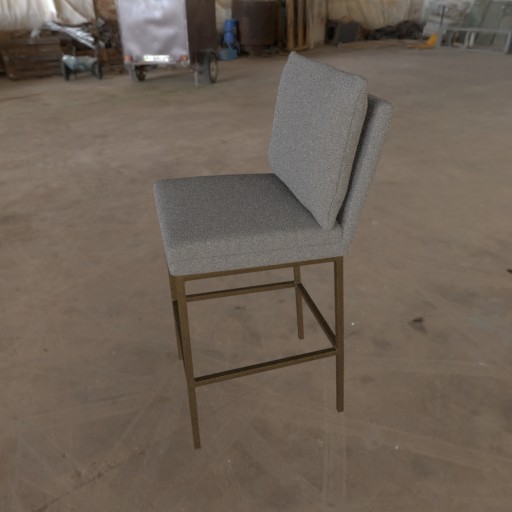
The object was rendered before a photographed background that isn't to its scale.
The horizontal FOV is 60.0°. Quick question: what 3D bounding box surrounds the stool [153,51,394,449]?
[{"bbox_3d":[0.000,0.000,1.400,0.569,1.132,0.463,-8,32,-13],"label":"stool"}]
